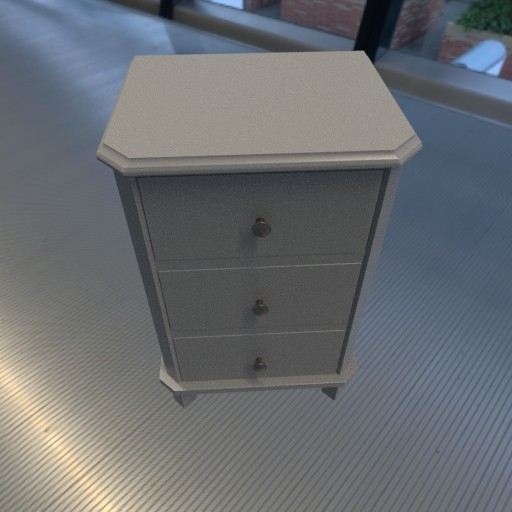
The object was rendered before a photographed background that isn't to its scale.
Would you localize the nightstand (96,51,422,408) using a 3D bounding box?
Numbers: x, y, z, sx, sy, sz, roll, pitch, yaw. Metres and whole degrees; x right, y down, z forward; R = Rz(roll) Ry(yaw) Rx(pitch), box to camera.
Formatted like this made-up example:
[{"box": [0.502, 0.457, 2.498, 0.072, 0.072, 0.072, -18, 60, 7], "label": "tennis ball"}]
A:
[{"box": [0.000, 0.000, 0.910, 0.435, 0.680, 0.348, -2, 44, -2], "label": "nightstand"}]
